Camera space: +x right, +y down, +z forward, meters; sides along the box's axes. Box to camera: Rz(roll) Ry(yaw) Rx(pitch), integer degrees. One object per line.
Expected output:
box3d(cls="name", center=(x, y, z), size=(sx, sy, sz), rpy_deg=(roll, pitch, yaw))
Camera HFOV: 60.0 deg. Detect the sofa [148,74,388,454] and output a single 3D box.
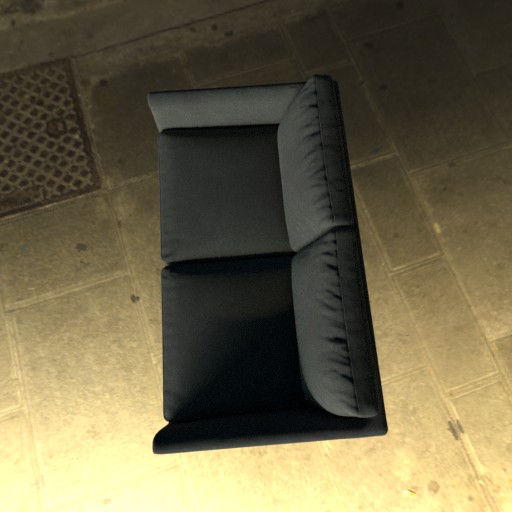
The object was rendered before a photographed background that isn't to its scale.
box3d(cls="sofa", center=(0.000, 0.000, 2.459), size=(1.091, 0.845, 1.909), rpy_deg=(-4, 75, -1))
